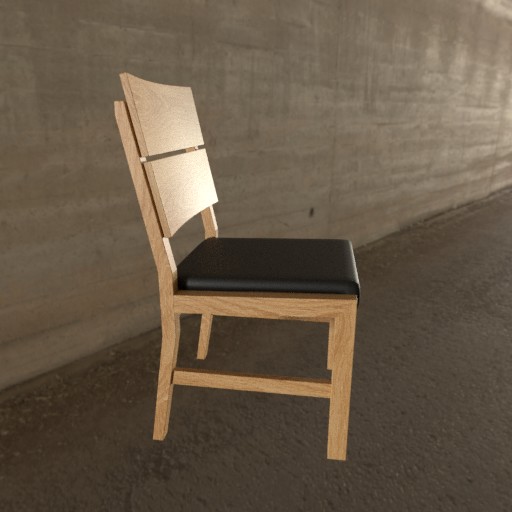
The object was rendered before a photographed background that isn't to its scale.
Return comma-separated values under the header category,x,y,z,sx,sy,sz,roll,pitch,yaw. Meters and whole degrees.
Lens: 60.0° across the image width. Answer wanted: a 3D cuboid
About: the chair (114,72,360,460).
category,x,y,z,sx,sy,sz,roll,pitch,yaw
chair,0.000,0.000,1.283,0.569,0.950,0.475,3,17,8
